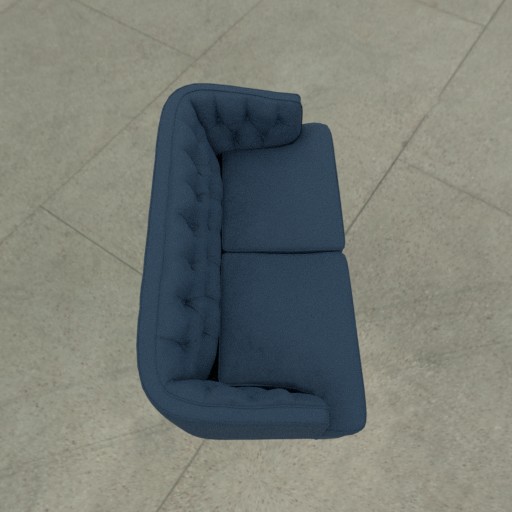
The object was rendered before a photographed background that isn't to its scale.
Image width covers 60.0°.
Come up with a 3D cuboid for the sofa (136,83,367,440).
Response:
[{"bbox_3d":[0.000,0.000,2.282,0.941,0.854,1.733,-1,63,0],"label":"sofa"}]
